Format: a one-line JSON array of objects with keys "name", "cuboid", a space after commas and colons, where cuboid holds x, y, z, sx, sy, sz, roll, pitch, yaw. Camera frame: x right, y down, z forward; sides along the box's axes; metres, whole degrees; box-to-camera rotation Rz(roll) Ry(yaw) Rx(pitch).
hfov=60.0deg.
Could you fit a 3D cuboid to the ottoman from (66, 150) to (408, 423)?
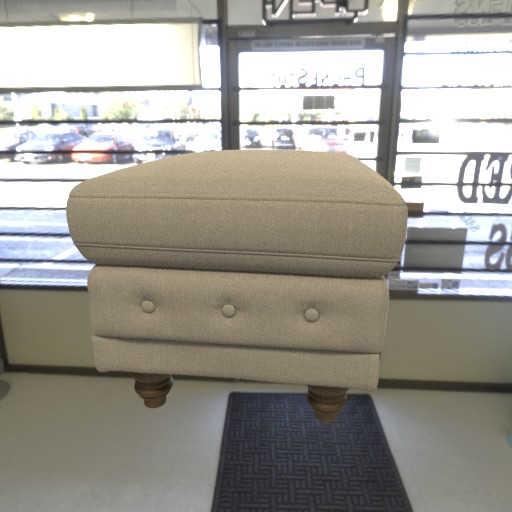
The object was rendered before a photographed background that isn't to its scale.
[{"name": "ottoman", "cuboid": [0.000, 0.000, 1.108, 0.569, 0.500, 0.771, 2, 17, 7]}]
